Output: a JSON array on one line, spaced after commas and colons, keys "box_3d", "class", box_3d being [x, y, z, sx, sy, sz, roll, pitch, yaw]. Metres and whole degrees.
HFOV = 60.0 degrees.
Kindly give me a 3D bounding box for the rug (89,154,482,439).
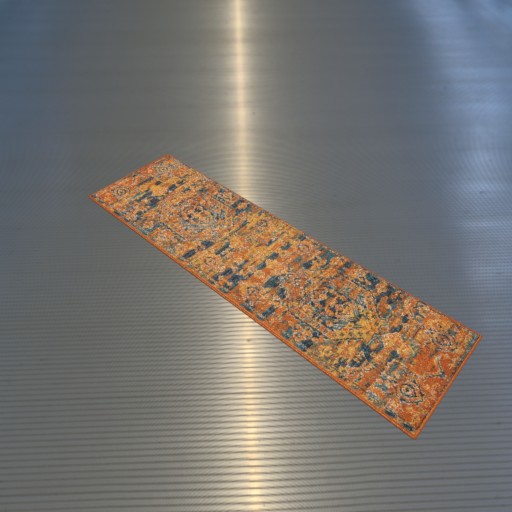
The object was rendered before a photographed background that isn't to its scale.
[{"box_3d": [0.000, 0.000, 2.435, 2.274, 0.016, 0.651, 33, 54, 28], "class": "rug"}]
